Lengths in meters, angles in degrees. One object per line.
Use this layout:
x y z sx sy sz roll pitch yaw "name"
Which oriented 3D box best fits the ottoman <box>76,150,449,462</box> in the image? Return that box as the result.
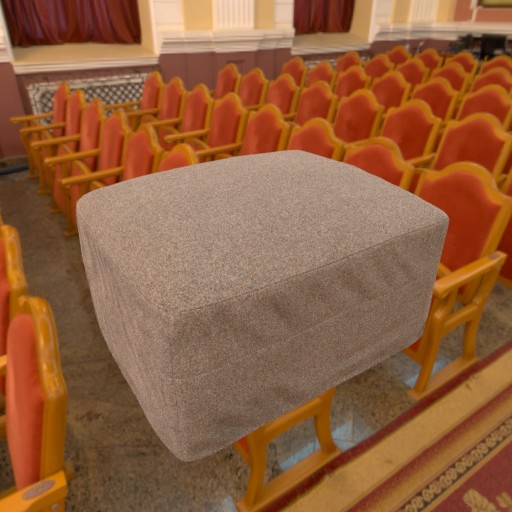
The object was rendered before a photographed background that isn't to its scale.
0.000 0.000 1.255 0.837 0.481 0.683 -18 34 -28 "ottoman"
